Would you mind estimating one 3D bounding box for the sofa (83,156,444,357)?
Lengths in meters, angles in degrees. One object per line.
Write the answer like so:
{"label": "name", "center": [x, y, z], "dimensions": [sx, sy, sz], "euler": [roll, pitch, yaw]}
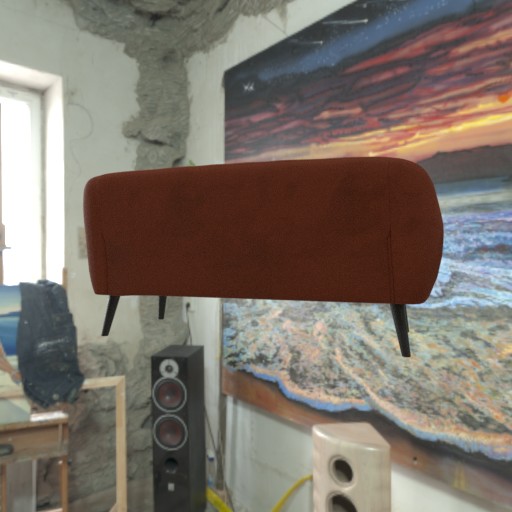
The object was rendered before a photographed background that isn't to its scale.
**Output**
{"label": "sofa", "center": [0.000, 0.000, 2.349], "dimensions": [1.840, 0.836, 0.820], "euler": [0, 1, 18]}
